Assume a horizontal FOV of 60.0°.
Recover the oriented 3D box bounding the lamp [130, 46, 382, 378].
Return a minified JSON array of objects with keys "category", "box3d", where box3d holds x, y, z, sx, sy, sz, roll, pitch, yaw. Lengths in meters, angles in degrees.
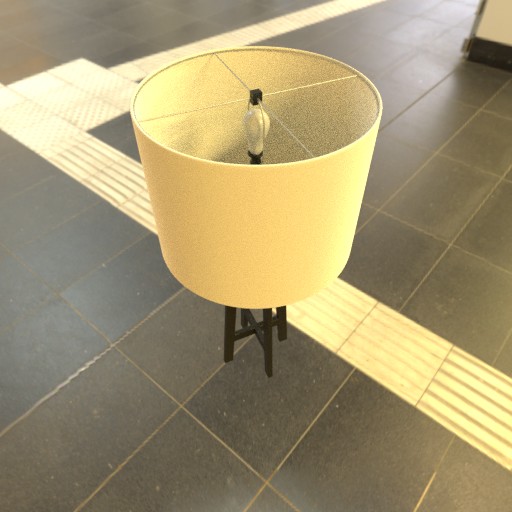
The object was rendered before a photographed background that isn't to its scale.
[{"category":"lamp","box3d":[0.000,0.000,0.633,0.257,0.489,0.257,15,48,14]}]
